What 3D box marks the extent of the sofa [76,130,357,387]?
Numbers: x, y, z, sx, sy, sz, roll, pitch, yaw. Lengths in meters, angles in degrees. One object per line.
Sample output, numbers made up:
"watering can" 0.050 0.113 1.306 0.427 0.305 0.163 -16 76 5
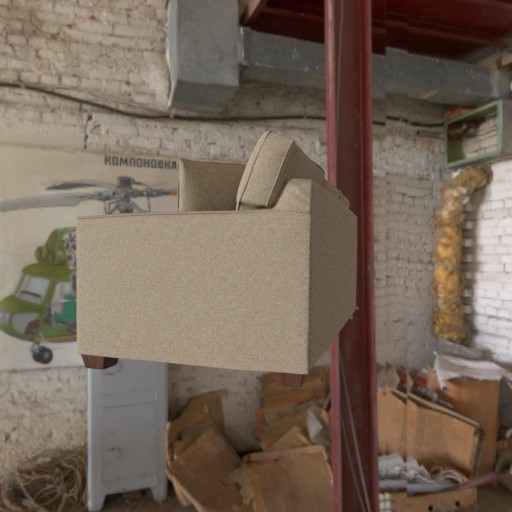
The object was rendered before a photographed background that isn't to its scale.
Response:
"sofa" 0.000 0.000 2.637 1.034 0.946 1.963 0 0 18
